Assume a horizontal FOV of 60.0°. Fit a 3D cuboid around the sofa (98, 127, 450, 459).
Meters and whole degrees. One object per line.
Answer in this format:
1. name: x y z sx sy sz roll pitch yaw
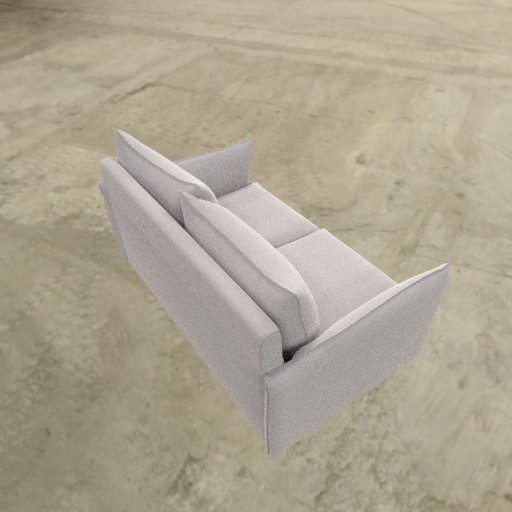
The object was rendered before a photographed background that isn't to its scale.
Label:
1. sofa: 0.000 0.000 1.853 0.820 0.840 1.300 -24 46 -26
